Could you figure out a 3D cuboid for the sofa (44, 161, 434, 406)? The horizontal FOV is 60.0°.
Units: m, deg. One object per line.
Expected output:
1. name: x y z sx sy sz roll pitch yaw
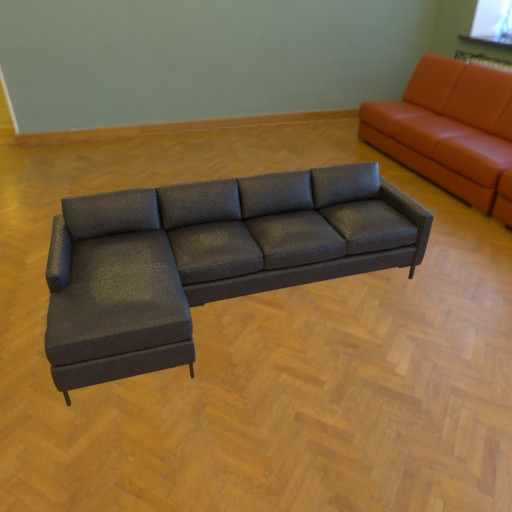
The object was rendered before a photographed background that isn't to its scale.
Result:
1. sofa: 0.000 0.000 3.481 2.993 0.859 1.471 -9 33 -15
